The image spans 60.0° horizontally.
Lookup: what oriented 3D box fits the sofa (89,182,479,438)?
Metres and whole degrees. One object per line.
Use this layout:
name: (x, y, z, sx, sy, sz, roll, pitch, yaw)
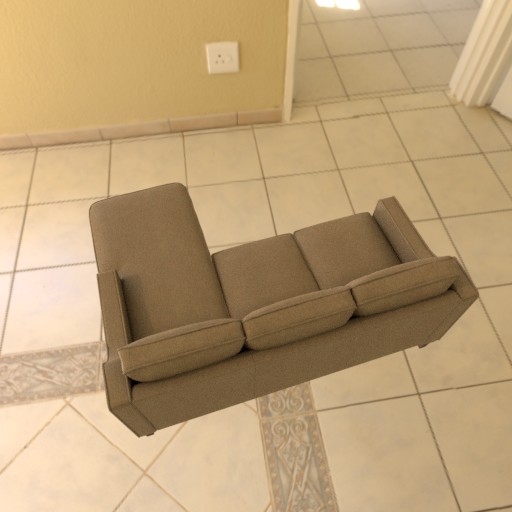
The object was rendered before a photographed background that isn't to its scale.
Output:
sofa: (0.000, 0.000, 3.317, 2.317, 1.081, 1.858, -15, 58, -10)
